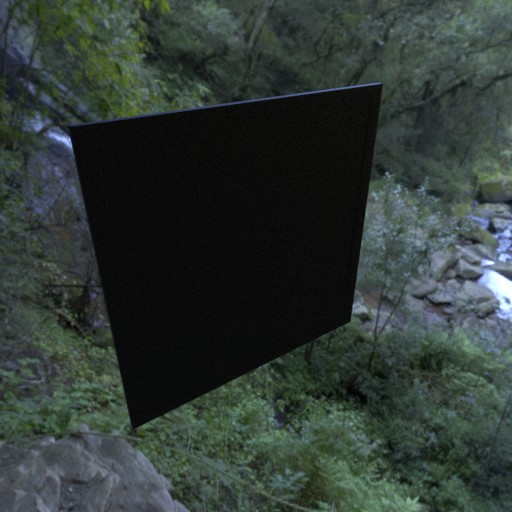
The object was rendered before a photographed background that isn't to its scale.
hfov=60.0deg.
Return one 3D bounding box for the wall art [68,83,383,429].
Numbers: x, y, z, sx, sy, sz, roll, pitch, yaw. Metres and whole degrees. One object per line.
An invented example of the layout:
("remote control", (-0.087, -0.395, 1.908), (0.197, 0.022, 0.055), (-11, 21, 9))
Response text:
("wall art", (0.000, 0.000, 0.826), (0.562, 0.558, 0.012), (-19, 35, -29))
